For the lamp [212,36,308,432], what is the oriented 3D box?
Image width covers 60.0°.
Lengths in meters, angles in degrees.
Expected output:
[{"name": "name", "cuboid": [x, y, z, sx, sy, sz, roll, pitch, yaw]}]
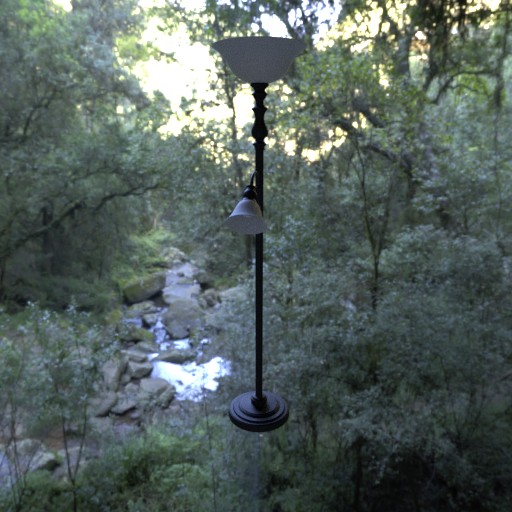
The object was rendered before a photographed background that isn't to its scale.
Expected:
[{"name": "lamp", "cuboid": [0.000, 0.000, 2.028, 0.405, 1.793, 0.588, 3, 16, 9]}]
